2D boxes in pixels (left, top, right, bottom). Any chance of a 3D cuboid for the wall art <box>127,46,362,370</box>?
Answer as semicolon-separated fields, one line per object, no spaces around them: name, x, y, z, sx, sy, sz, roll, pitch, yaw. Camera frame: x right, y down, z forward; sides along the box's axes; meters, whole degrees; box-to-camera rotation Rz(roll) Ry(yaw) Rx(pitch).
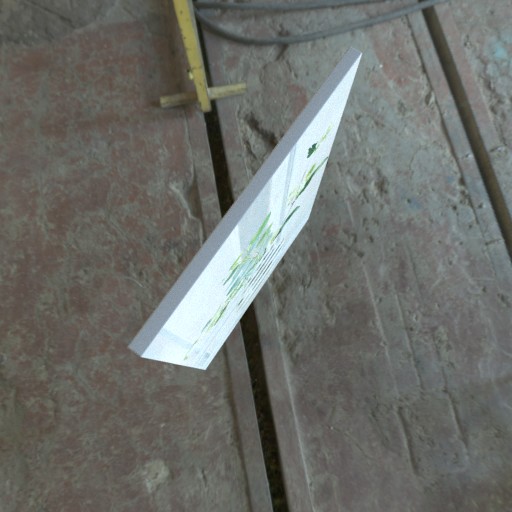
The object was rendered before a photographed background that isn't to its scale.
wall art;0.000;0.000;1.613;0.038;1.212;0.914;33;77;9
